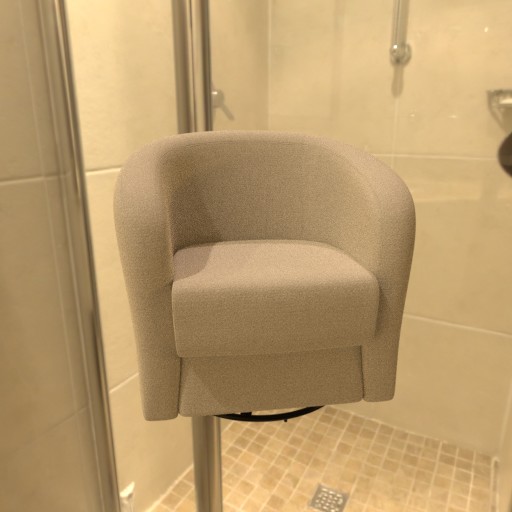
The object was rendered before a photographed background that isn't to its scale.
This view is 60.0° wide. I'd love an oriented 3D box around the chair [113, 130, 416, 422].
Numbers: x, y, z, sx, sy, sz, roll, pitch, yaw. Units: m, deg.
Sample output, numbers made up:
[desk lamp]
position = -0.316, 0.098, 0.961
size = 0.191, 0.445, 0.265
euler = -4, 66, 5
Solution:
[chair]
position = 0.000, 0.000, 1.427
size = 0.791, 0.771, 0.815
euler = -2, 17, -8
